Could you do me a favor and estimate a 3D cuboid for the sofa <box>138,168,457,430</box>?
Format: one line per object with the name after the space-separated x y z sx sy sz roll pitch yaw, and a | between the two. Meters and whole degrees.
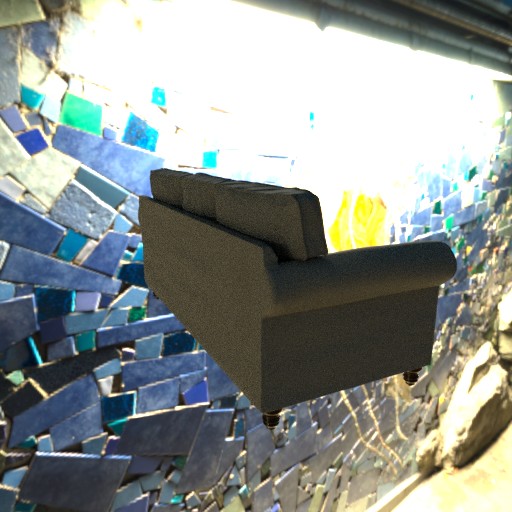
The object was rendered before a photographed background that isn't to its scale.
0.000 0.000 2.602 0.916 0.961 2.084 -7 15 -26 | sofa
